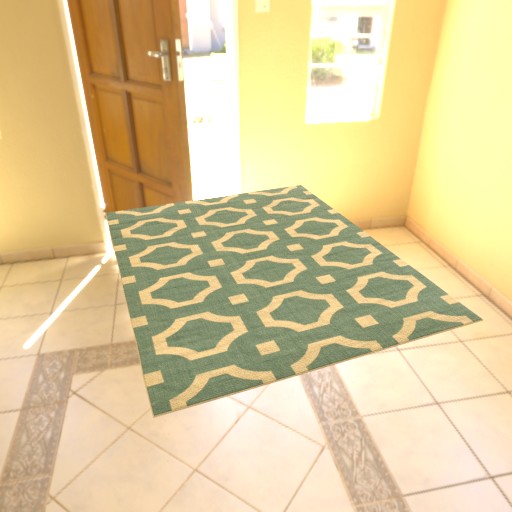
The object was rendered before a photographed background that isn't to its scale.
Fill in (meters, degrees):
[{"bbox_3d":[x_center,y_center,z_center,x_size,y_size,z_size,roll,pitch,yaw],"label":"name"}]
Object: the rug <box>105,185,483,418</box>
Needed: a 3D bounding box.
[{"bbox_3d":[0.000,0.000,4.157,2.466,0.021,3.049,-11,31,-19],"label":"rug"}]
